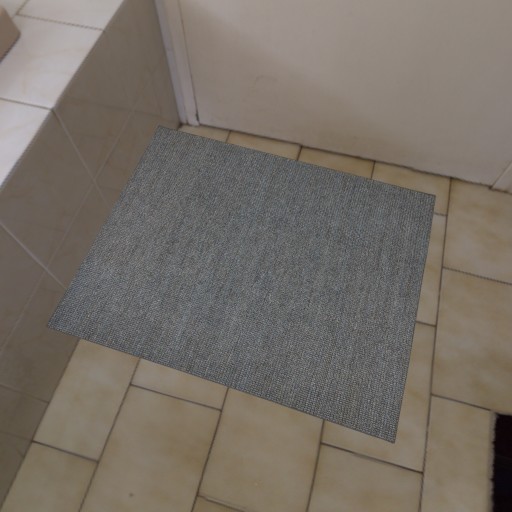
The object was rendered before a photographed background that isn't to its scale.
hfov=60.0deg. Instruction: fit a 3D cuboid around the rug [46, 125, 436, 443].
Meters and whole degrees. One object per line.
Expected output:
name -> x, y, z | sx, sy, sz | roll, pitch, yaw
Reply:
rug -> 0.000, 0.000, 4.180 | 3.068, 0.021, 2.456 | 16, 64, 8
